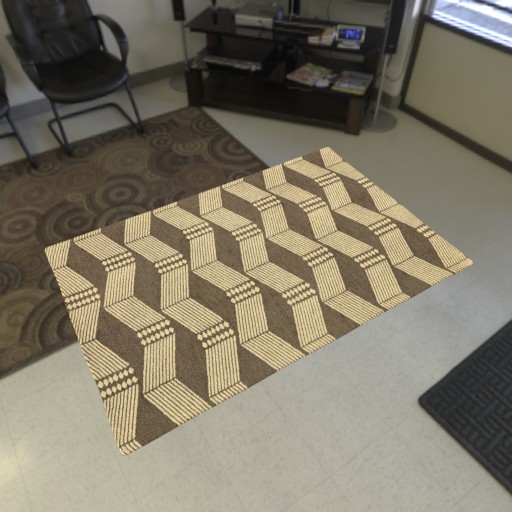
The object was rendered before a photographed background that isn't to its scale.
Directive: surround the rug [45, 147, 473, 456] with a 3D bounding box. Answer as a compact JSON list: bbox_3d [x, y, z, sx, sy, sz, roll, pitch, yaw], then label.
[{"bbox_3d":[0.000,0.000,2.261,1.833,0.016,1.210,-23,51,-21],"label":"rug"}]
